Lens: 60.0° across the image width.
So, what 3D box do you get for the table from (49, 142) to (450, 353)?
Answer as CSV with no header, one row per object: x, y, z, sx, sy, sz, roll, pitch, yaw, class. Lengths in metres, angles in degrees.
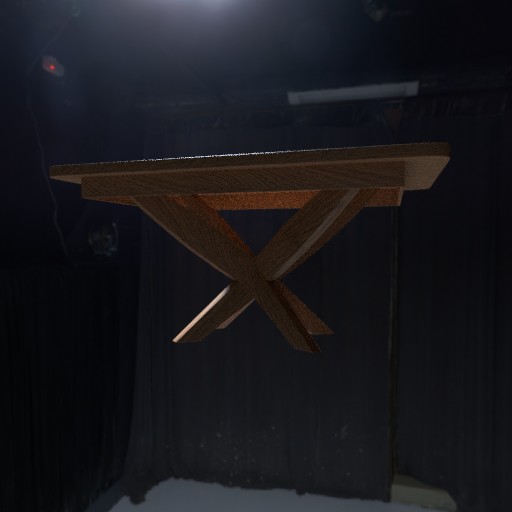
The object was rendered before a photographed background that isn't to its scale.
0.000,0.000,2.107,1.600,0.770,0.950,1,2,17,table
